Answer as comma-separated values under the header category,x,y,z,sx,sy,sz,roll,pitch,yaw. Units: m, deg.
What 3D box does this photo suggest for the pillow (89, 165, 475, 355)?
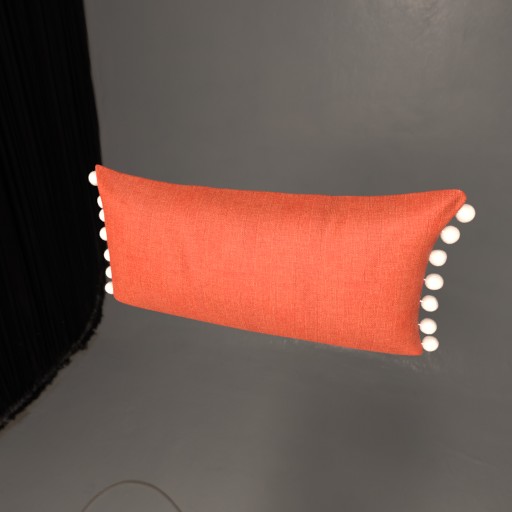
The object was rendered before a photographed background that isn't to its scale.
category,x,y,z,sx,sy,sz,roll,pitch,yaw
pillow,0.000,0.000,0.829,0.709,0.322,0.201,8,28,15
